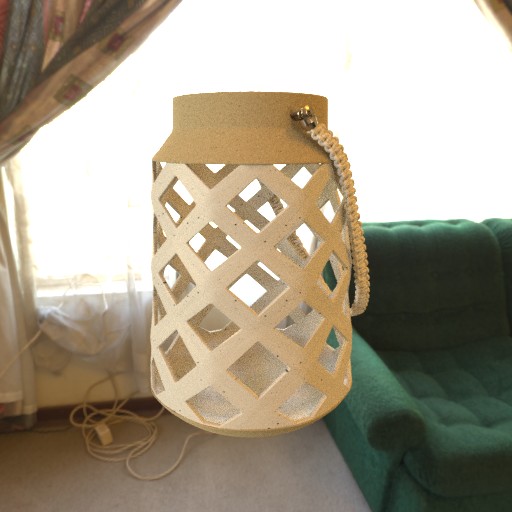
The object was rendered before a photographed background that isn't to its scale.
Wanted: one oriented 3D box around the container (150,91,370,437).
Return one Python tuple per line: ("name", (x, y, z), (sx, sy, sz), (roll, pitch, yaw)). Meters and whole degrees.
("container", (0.000, 0.000, 0.342), (0.172, 0.229, 0.163), (-7, 16, -26))
